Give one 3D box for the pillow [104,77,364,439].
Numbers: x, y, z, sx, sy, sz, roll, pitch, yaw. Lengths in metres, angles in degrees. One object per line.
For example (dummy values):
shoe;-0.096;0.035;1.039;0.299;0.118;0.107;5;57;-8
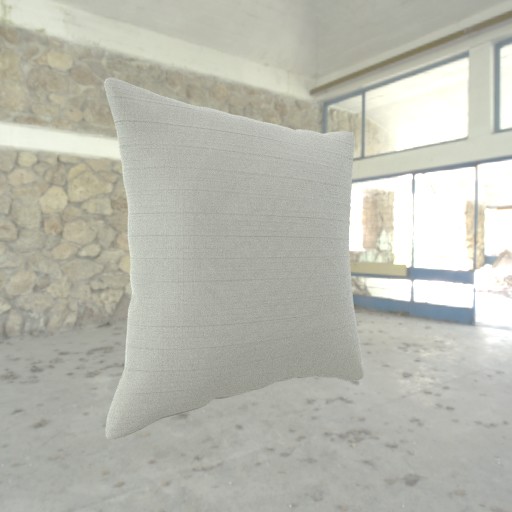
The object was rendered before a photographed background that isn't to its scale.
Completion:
pillow;0.000;0.000;0.697;0.470;0.464;0.175;-1;1;-36
